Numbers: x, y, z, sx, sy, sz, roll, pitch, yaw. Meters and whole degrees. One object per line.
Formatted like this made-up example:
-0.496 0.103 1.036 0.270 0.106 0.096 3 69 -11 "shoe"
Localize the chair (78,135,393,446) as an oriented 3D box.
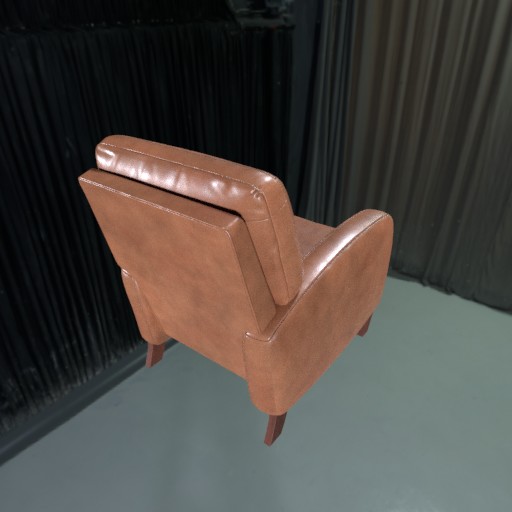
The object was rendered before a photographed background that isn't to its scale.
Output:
0.000 0.000 1.707 0.762 0.990 0.990 21 36 32 "chair"
